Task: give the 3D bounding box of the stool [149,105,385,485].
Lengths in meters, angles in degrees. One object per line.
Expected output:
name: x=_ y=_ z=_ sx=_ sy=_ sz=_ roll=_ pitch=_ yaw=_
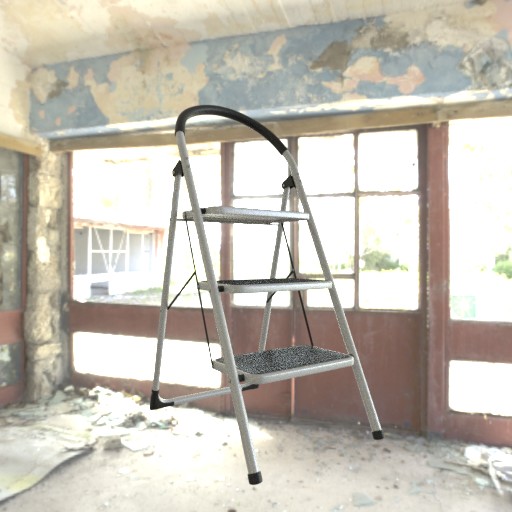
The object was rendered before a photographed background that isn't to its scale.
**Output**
stool: x=0.000 y=0.000 z=1.464 sx=0.485 sy=1.109 sz=0.676 roll=0 pitch=0 yaw=-35
